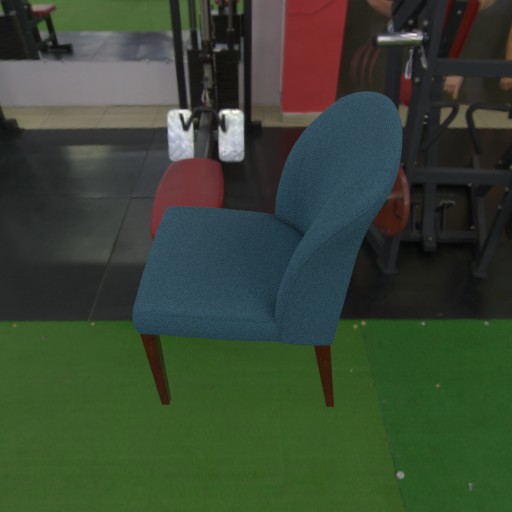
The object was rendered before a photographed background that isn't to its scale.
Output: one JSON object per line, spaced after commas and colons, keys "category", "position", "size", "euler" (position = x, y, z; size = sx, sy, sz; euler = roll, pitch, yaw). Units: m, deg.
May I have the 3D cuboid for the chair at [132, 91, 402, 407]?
{"category": "chair", "position": [0.000, 0.000, 1.266], "size": [0.620, 0.879, 0.507], "euler": [1, 41, 1]}
